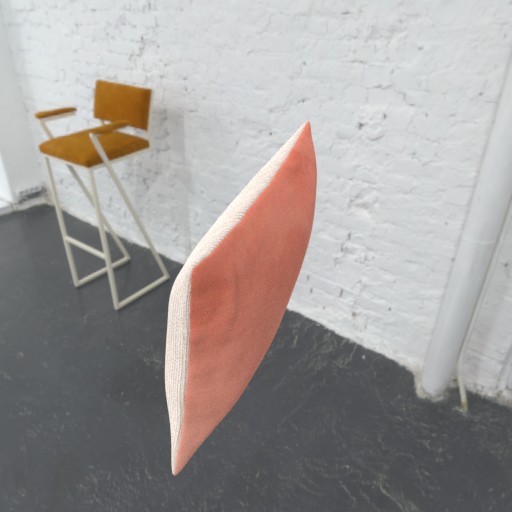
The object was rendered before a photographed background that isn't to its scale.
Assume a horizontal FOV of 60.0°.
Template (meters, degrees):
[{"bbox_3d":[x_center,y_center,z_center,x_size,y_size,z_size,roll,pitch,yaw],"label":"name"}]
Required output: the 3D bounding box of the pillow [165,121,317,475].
[{"bbox_3d":[0.000,0.000,0.727,0.155,0.307,0.608,8,31,14],"label":"pillow"}]
